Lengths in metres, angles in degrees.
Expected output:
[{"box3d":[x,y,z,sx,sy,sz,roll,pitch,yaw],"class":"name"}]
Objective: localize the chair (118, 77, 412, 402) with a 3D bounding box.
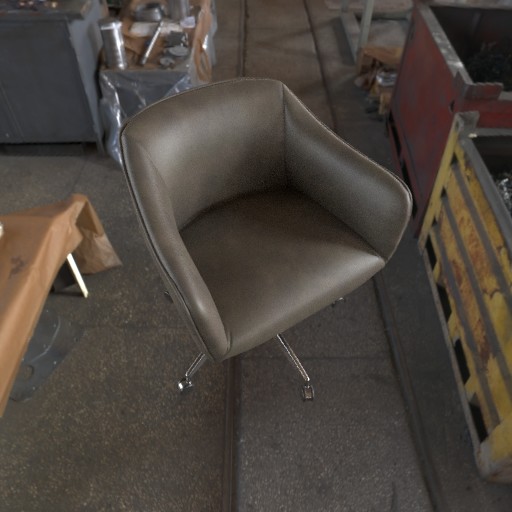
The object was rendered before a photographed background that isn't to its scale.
[{"box3d":[0.000,0.000,1.369,0.713,0.827,0.689,-26,52,-22],"class":"chair"}]
